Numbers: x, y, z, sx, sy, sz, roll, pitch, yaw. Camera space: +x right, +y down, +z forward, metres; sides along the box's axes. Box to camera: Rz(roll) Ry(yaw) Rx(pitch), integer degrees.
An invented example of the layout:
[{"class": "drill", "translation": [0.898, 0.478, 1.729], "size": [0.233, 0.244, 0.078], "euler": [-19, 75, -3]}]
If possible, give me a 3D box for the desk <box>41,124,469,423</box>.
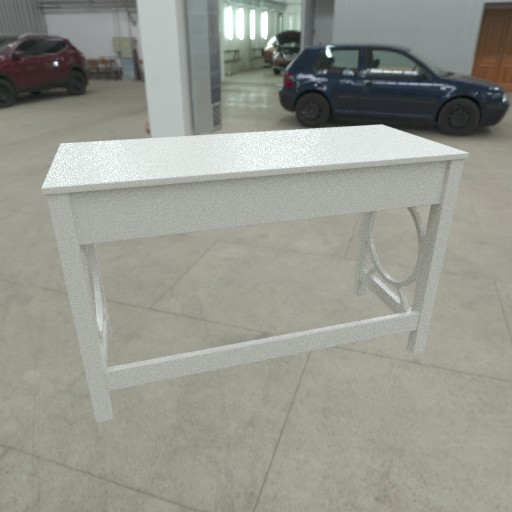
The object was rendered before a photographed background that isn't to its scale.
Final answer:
[{"class": "desk", "translation": [0.000, 0.000, 1.565], "size": [1.191, 0.762, 0.504], "euler": [-8, 27, -15]}]
